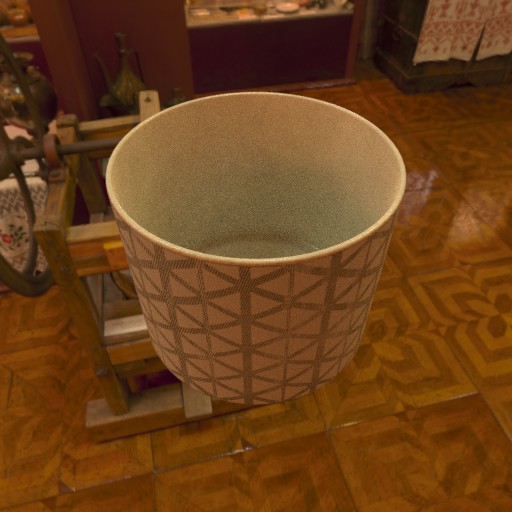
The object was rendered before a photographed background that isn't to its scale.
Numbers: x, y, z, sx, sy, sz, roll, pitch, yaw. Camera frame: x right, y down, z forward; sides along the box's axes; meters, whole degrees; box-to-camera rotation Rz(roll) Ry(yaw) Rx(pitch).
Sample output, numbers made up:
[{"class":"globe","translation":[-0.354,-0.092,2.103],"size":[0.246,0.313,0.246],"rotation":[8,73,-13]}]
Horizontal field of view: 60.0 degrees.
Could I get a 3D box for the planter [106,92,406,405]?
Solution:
[{"class":"planter","translation":[0.000,0.000,0.351],"size":[0.190,0.181,0.190],"rotation":[0,45,0]}]
